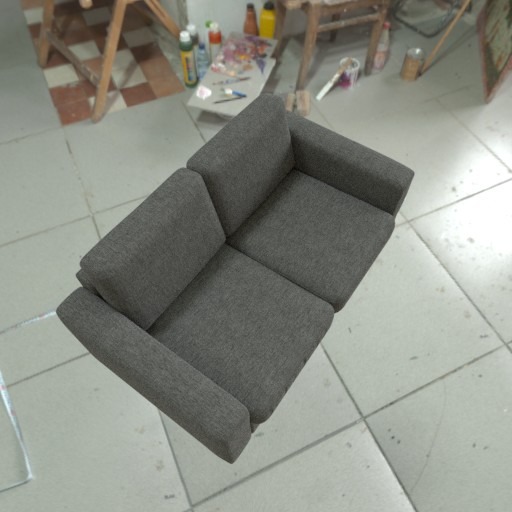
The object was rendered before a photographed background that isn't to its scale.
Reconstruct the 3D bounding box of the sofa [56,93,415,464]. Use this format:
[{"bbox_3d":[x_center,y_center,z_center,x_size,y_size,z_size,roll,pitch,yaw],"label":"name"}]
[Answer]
[{"bbox_3d":[0.000,0.000,2.050,0.900,0.800,1.520,31,63,18],"label":"sofa"}]
